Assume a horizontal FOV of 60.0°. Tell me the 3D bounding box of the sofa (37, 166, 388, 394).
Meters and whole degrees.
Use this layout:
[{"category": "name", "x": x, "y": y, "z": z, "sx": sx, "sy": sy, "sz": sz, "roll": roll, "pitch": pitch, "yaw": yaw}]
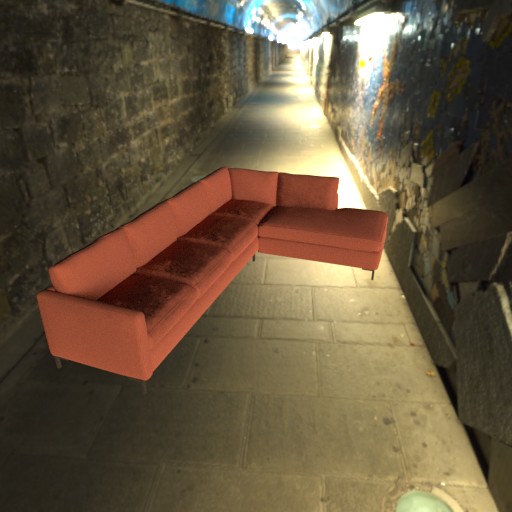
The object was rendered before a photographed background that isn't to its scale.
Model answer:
[{"category": "sofa", "x": 0.000, "y": 0.000, "z": 3.609, "sx": 1.879, "sy": 0.757, "sz": 2.736, "roll": 9, "pitch": 27, "yaw": 18}]
